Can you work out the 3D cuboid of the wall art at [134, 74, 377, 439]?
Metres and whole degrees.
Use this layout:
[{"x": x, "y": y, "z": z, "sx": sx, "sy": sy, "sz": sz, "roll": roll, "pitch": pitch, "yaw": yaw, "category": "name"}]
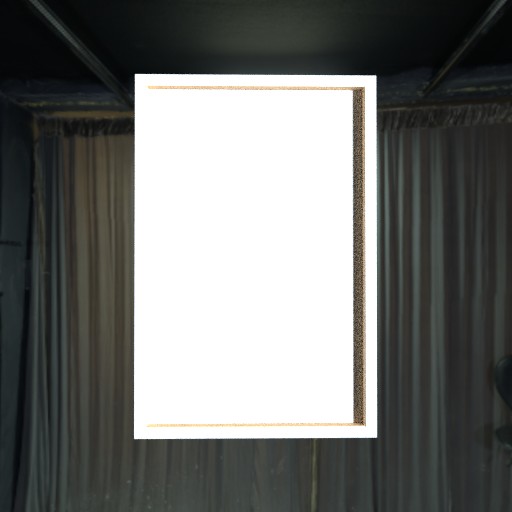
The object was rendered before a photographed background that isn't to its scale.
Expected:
[{"x": 0.000, "y": 0.000, "z": 1.133, "sx": 0.607, "sy": 0.912, "sz": 0.038, "roll": 0, "pitch": -1, "yaw": -1, "category": "wall art"}]
